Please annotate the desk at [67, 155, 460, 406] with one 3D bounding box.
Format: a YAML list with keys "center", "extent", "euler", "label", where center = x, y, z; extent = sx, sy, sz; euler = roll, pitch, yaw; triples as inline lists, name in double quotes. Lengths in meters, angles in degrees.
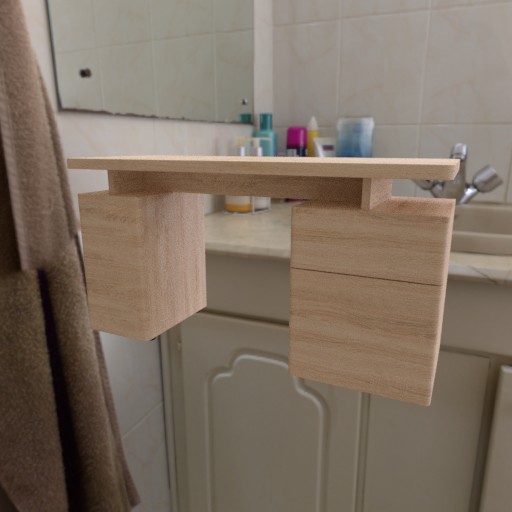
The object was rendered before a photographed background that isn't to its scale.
- center: [0.000, 0.000, 1.769]
  extent: [1.400, 0.760, 0.550]
  euler: [7, 15, 25]
  label: "desk"
